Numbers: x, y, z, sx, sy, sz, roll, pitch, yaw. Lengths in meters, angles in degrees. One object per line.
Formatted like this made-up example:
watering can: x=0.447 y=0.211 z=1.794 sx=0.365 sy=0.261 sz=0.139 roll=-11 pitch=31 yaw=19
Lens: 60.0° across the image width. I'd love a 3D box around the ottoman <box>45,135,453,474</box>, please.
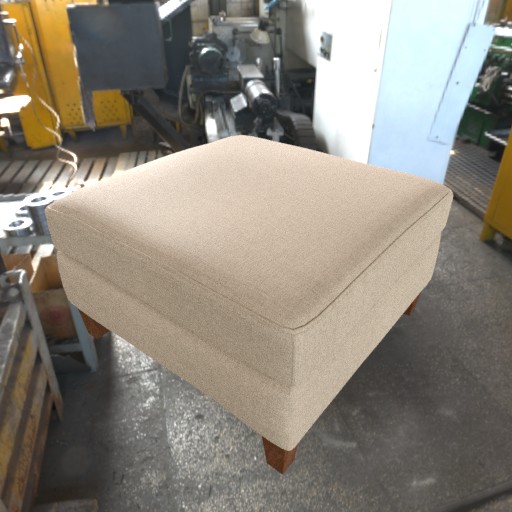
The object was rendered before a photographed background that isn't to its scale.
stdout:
ottoman: x=0.000 y=0.000 z=1.327 sx=0.838 sy=0.503 sz=0.838 roll=23 pitch=39 yaw=32
